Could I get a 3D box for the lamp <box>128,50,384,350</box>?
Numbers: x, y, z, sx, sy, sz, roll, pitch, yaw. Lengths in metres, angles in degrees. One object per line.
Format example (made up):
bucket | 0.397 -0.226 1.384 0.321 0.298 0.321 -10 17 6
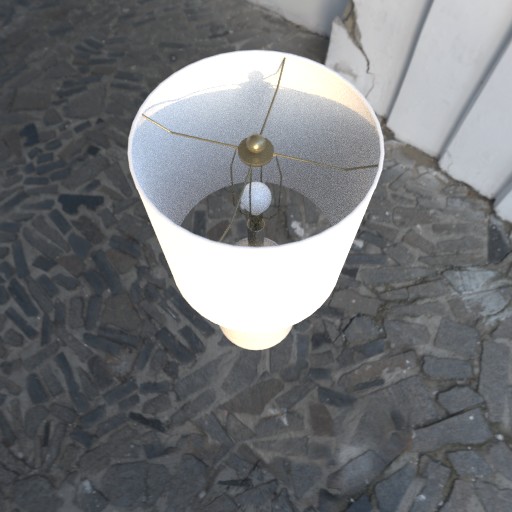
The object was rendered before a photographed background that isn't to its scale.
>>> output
lamp | 0.000 0.000 0.502 0.188 0.392 0.188 -33 68 -15
